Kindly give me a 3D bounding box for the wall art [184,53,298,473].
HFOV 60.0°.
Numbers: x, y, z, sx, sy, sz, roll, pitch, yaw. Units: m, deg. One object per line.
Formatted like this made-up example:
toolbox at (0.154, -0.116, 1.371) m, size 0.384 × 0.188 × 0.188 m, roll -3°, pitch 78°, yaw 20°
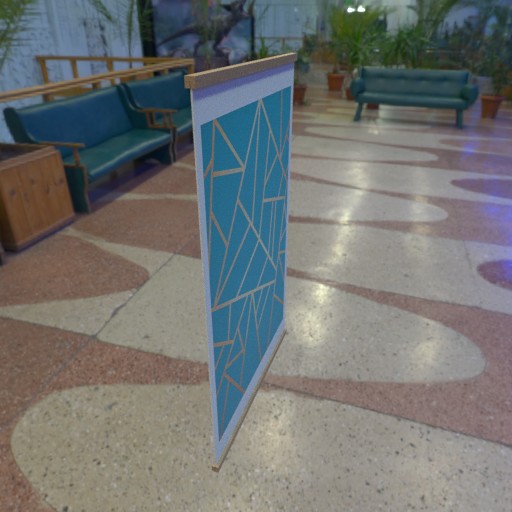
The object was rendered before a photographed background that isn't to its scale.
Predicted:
wall art at (0.000, 0.000, 1.885) m, size 0.030 × 1.519 × 0.990 m, roll 10°, pitch 29°, yaw 17°
